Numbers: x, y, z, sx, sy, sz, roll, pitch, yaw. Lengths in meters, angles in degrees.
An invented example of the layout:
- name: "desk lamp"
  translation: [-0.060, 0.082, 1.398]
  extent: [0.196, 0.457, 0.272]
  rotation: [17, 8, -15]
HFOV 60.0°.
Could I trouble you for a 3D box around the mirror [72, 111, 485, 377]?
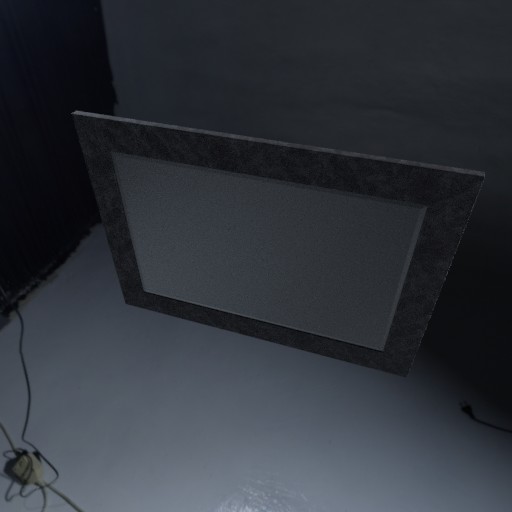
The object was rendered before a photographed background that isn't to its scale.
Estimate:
- name: "mirror"
  translation: [0.000, 0.000, 1.405]
  extent: [1.101, 0.795, 0.022]
  rotation: [12, 43, 14]
